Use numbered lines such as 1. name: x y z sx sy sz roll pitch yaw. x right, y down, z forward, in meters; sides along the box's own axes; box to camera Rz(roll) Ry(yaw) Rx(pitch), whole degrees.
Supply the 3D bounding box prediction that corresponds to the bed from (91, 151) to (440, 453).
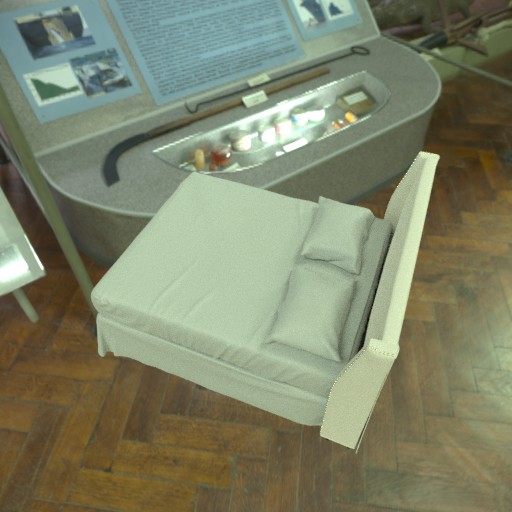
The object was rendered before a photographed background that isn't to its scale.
1. bed: 0.000 0.000 3.526 2.276 1.332 1.925 16 49 15
